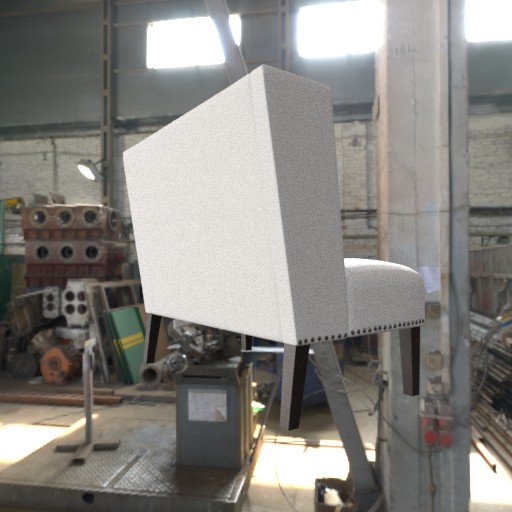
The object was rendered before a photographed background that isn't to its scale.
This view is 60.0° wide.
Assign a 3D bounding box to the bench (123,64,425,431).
[{"bbox_3d":[0.000,0.000,2.066,0.847,1.123,1.280,1,-2,-35],"label":"bench"}]
